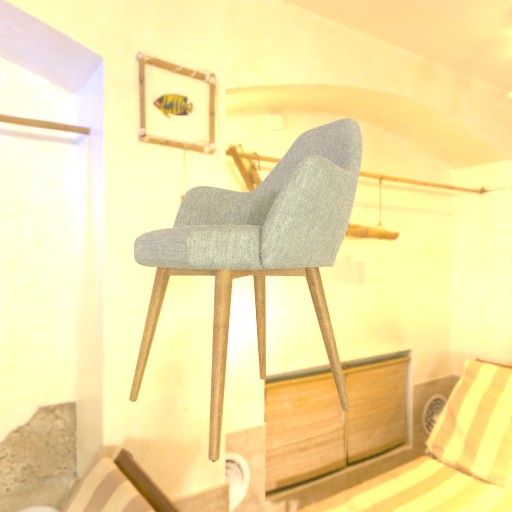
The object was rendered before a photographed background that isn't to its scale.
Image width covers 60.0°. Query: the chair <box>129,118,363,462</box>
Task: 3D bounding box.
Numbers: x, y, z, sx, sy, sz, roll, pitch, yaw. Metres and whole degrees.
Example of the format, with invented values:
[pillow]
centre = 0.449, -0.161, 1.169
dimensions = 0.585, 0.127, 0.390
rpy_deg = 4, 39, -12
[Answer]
[chair]
centre = 0.000, 0.000, 1.250
dimensions = 0.610, 0.840, 0.590
rpy_deg = 0, 0, -36
